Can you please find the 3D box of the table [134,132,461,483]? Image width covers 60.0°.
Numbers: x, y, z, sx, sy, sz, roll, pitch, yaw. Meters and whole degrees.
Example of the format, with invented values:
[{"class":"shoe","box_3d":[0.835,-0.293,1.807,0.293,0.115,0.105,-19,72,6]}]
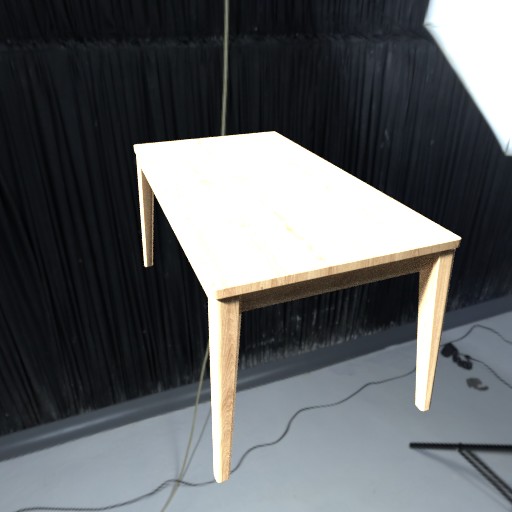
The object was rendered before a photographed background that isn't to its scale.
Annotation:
[{"class":"table","box_3d":[0.000,0.000,2.114,0.900,0.760,1.600,-11,31,-18]}]
